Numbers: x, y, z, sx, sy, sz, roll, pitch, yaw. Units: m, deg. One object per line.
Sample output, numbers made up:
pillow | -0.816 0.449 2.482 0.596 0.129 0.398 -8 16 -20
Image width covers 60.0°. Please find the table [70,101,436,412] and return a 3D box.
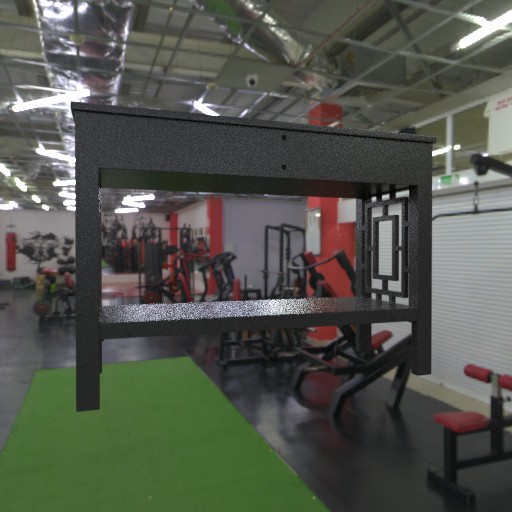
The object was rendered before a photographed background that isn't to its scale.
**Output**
table | 0.000 0.000 1.422 1.068 0.753 0.397 0 1 -18
